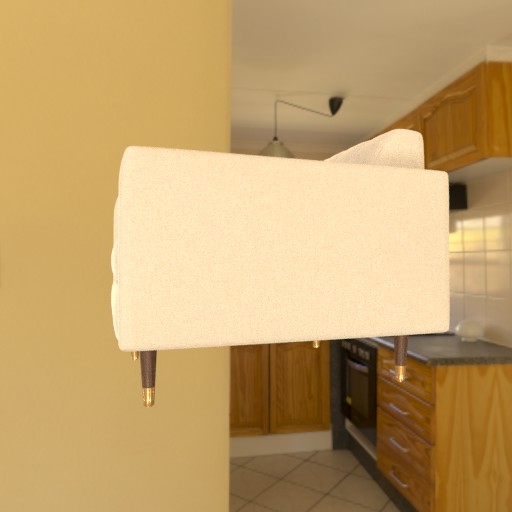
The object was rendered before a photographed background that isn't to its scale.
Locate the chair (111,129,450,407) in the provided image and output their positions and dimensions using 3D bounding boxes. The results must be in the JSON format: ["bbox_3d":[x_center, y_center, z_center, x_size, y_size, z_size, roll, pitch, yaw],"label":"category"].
[{"bbox_3d":[0.000,0.000,1.612,0.998,0.819,0.953,0,-1,-19],"label":"chair"}]
